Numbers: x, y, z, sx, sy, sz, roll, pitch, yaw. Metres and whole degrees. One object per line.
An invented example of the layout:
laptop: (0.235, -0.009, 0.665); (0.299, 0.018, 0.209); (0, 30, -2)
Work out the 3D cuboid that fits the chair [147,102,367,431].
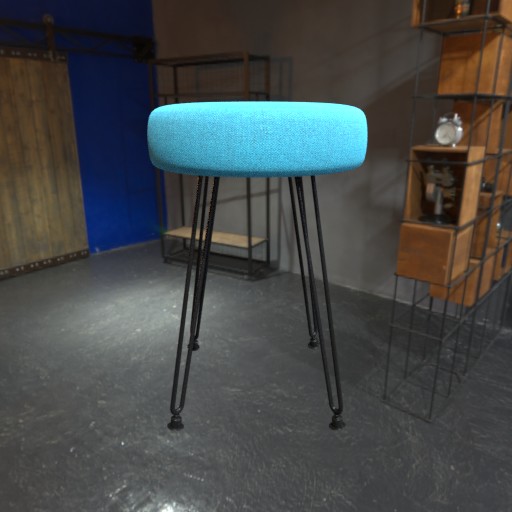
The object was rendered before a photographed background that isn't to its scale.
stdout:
chair: (0.000, 0.000, 0.677); (0.350, 0.440, 0.350); (16, 23, 41)
